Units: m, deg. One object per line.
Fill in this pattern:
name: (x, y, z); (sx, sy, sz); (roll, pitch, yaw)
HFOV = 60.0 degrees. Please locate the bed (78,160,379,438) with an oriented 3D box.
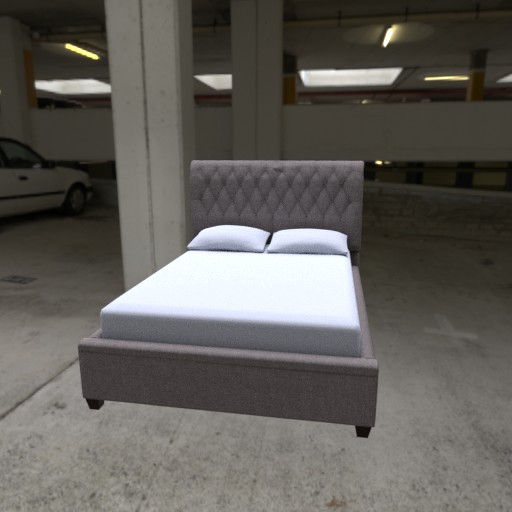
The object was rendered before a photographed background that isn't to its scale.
bed: (0.000, 0.000, 3.340); (1.645, 1.371, 2.252); (2, 13, 10)
